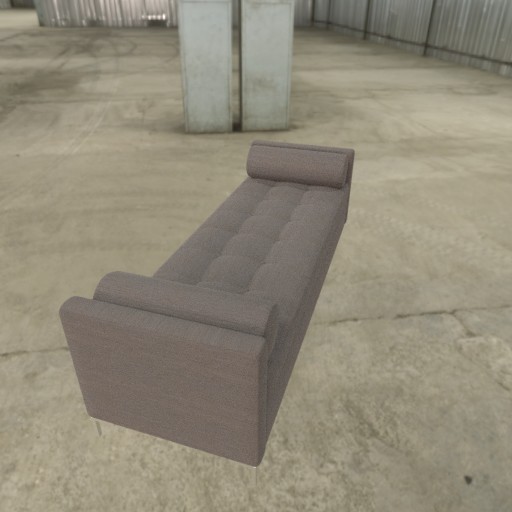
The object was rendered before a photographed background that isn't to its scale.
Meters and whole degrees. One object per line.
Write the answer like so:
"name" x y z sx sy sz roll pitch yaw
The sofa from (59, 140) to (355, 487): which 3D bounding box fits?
"sofa" 0.000 0.000 2.271 0.686 0.635 1.981 10 32 16
